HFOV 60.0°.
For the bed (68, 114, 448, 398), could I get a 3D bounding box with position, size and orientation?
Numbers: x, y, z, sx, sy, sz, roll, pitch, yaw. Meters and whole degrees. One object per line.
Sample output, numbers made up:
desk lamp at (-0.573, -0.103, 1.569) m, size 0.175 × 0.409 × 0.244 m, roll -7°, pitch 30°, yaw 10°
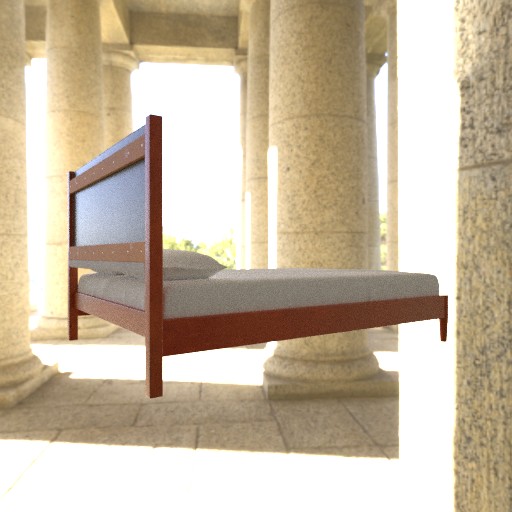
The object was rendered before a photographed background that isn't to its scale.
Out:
bed at (0.000, 0.000, 3.045) m, size 2.117 × 1.165 × 1.566 m, roll 0°, pitch 0°, yaw -35°
